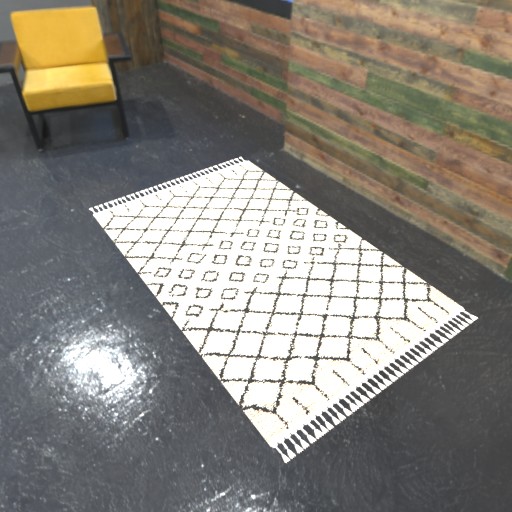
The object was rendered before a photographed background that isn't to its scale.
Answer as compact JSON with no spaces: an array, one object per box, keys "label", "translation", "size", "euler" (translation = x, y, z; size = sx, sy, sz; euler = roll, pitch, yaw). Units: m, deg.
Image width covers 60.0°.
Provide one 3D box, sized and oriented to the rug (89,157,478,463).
[{"label":"rug","translation":[0.000,0.000,2.486],"size":[1.196,0.008,2.006],"euler":[-25,47,-26]}]
